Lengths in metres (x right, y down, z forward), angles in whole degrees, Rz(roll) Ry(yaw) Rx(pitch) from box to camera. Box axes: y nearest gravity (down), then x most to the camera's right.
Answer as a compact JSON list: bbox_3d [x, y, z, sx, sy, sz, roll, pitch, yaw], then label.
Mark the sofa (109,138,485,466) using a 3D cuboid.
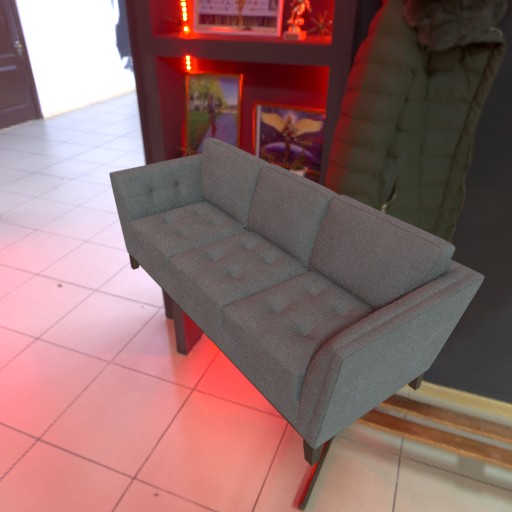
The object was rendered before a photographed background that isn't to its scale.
[{"bbox_3d":[0.000,0.000,2.840,0.965,0.940,2.387,-21,37,-30],"label":"sofa"}]
